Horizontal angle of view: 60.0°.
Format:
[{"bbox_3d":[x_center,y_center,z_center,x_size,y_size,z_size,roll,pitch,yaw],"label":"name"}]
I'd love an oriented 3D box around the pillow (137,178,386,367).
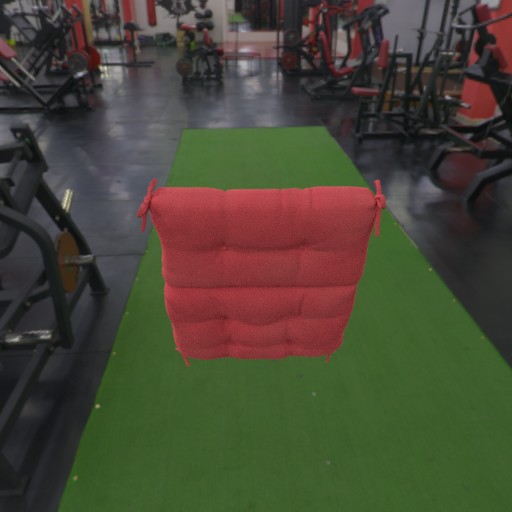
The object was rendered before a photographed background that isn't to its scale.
[{"bbox_3d":[0.000,0.000,1.506,0.526,0.863,1.016,0,30,-1],"label":"pillow"}]
